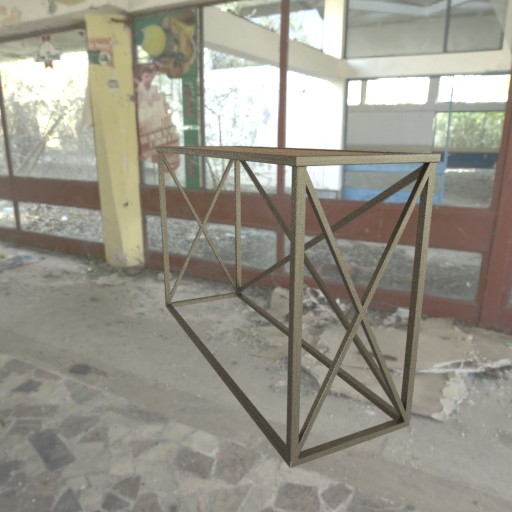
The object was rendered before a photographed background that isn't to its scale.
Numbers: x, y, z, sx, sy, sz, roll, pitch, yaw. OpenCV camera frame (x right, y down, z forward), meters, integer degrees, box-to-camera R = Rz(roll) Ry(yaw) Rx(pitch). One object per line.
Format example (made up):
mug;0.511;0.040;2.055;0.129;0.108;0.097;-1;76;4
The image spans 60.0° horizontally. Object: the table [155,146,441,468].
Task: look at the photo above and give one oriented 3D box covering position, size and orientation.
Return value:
table;0.000;0.000;1.604;0.402;0.753;1.216;-7;16;-25
